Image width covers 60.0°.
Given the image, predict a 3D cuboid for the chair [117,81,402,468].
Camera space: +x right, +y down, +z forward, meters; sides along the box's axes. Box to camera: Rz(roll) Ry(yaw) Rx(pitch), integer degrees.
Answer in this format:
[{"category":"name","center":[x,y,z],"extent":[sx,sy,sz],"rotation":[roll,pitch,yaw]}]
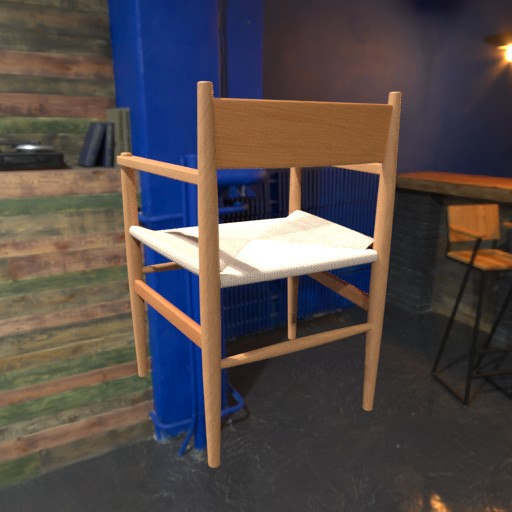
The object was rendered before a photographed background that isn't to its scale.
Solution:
[{"category":"chair","center":[0.000,0.000,1.117],"extent":[0.556,0.762,0.495],"rotation":[-8,18,-27]}]
